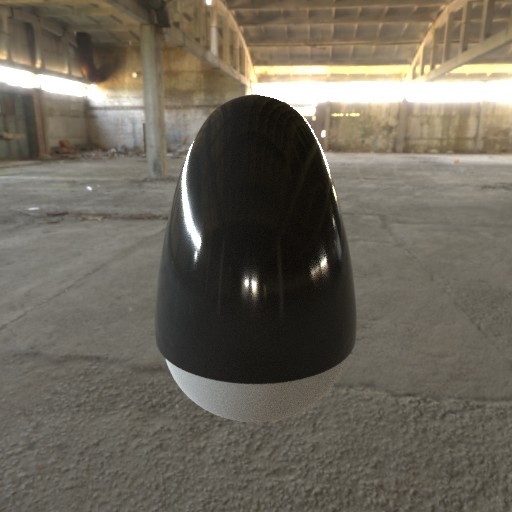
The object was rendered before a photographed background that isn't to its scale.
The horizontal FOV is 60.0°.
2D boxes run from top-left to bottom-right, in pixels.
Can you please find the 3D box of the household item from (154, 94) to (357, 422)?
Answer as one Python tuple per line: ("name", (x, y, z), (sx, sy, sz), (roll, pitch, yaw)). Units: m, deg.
("household item", (0.000, 0.000, 0.221), (0.102, 0.152, 0.104), (2, 16, 7))
